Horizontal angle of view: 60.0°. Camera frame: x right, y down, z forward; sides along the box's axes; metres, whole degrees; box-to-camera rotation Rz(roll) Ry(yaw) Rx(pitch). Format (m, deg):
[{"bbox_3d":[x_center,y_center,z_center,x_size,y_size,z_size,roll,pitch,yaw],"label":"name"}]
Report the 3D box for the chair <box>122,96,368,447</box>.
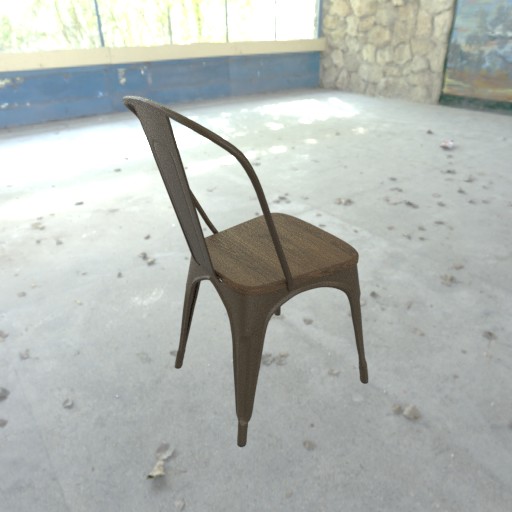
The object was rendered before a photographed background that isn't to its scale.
[{"bbox_3d":[0.000,0.000,1.173,0.532,0.844,0.451,-19,34,-31],"label":"chair"}]
